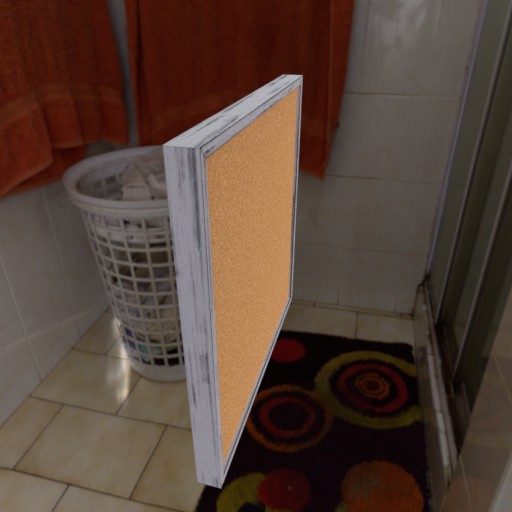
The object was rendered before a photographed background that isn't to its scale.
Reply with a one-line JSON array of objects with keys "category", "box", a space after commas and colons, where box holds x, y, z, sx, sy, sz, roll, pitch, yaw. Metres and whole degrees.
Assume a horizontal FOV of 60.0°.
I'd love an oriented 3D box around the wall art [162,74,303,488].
[{"category": "wall art", "box": [0.000, 0.000, 0.744, 0.038, 0.506, 0.506, 8, 30, 14]}]
